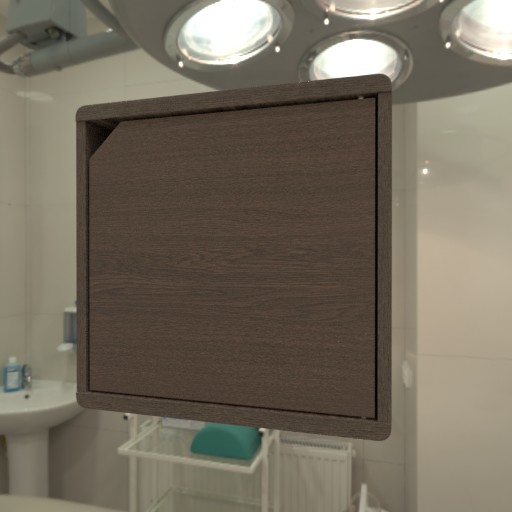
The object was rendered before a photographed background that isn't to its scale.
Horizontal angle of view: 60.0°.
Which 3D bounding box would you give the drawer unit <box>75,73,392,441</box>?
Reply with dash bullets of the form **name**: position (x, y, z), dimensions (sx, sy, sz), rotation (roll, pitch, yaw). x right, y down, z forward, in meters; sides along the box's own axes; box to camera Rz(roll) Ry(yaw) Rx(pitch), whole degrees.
- **drawer unit**: position (0.000, 0.000, 0.596), dimensions (0.344, 0.344, 0.290), rotation (0, 0, 16)
